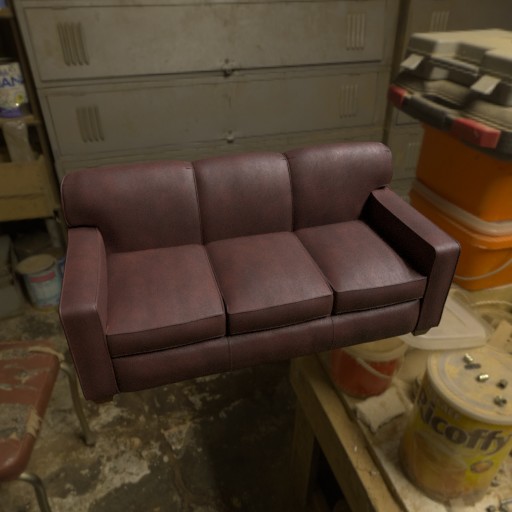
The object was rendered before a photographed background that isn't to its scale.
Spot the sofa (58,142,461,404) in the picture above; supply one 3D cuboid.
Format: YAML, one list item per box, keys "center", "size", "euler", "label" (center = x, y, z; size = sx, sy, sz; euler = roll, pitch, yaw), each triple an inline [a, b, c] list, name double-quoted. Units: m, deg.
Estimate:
- center: [0.000, 0.000, 2.562]
  size: [2.039, 0.953, 1.008]
  euler: [-9, 34, -13]
  label: "sofa"
